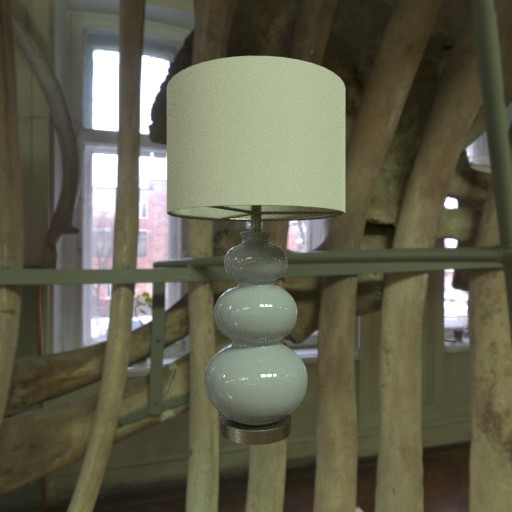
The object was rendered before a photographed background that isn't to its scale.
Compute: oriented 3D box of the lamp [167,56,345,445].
[{"bbox_3d":[0.000,0.000,0.930,0.367,0.730,0.367,0,0,-18],"label":"lamp"}]
